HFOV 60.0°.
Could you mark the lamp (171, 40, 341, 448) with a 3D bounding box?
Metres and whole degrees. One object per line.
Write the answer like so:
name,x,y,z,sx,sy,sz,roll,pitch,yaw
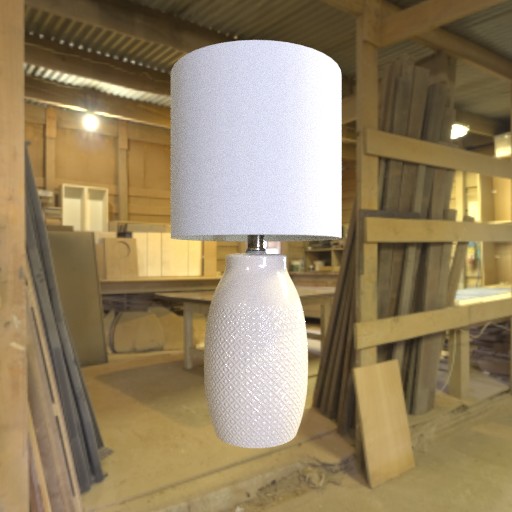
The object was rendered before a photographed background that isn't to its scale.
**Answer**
lamp,0.000,0.000,0.572,0.217,0.453,0.217,0,0,-35
